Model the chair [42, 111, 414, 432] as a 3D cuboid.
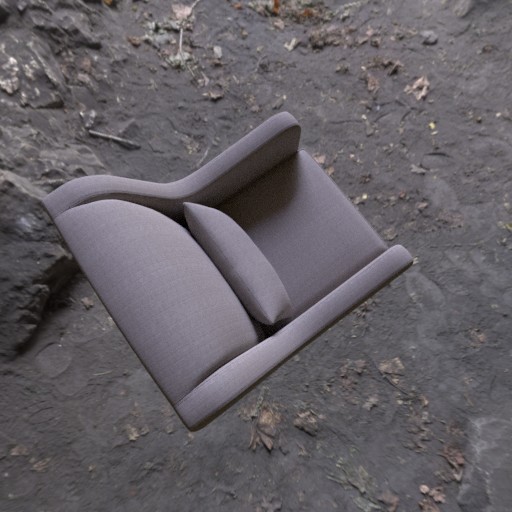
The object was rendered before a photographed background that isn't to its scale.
[{"bbox_3d":[0.000,0.000,1.596,0.890,1.017,0.715,-35,78,-9],"label":"chair"}]
